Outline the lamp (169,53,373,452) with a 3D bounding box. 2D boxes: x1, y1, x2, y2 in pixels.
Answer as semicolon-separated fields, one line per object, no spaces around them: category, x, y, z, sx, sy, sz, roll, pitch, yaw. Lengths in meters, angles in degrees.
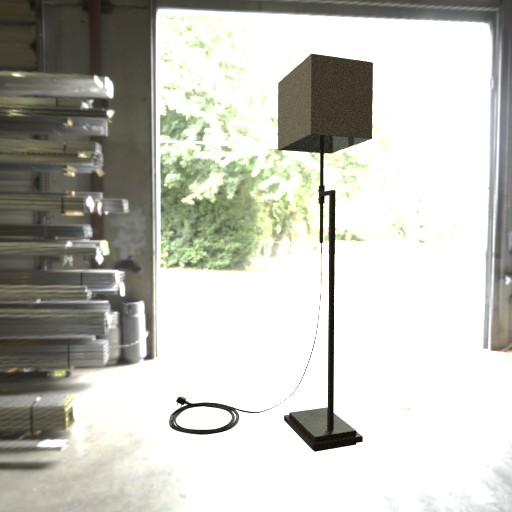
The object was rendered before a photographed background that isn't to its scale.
lamp;0.000;0.000;2.048;0.774;1.600;0.698;-1;3;-19
